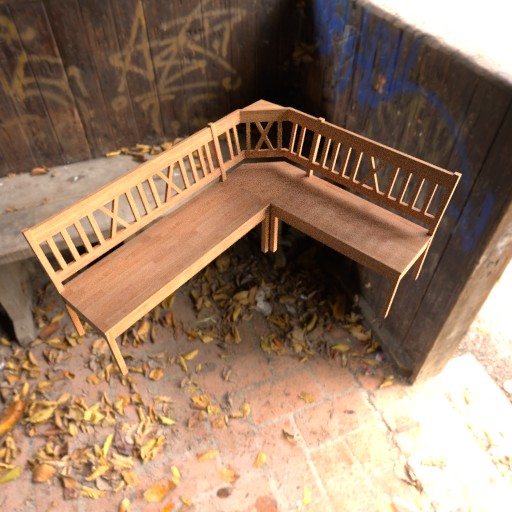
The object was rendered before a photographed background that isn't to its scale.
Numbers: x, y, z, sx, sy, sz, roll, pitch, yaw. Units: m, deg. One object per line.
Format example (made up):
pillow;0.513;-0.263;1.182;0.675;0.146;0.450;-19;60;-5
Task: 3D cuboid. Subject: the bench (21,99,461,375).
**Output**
bench;0.000;0.000;2.773;1.537;0.902;1.937;32;54;26
